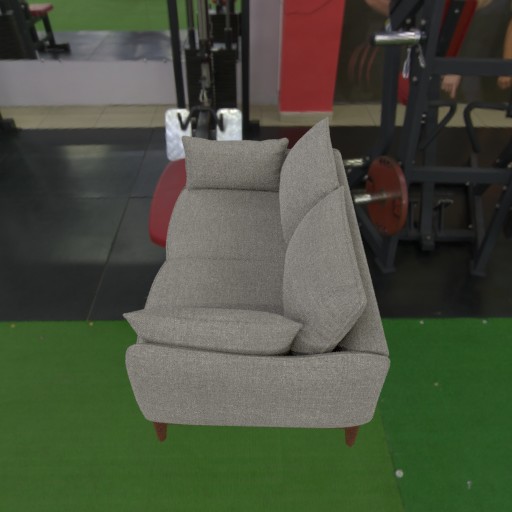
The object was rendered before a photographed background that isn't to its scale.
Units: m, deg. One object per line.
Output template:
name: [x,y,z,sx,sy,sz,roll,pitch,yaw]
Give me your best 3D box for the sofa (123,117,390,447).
sofa: [0.000,0.000,2.188,0.972,0.851,1.580,1,41,1]
